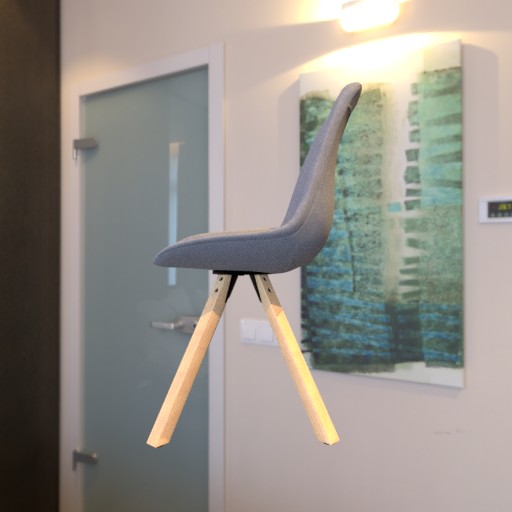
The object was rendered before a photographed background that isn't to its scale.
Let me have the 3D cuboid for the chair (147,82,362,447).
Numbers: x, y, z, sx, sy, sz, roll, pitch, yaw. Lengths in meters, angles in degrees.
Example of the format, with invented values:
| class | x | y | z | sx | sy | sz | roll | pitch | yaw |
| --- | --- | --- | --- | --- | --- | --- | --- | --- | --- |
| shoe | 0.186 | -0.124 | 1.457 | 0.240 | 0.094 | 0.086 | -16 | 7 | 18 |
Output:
| class | x | y | z | sx | sy | sz | roll | pitch | yaw |
| --- | --- | --- | --- | --- | --- | --- | --- | --- | --- |
| chair | 0.000 | 0.000 | 1.217 | 0.549 | 0.863 | 0.474 | 0 | 0 | -1 |
